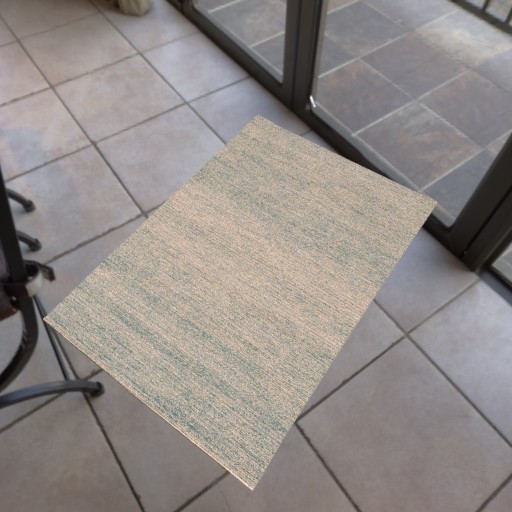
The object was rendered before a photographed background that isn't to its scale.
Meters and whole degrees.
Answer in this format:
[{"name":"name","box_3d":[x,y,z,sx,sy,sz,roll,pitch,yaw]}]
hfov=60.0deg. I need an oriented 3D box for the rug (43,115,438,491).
[{"name":"rug","box_3d":[0.000,0.000,2.985,1.613,0.030,2.306,32,63,18]}]
